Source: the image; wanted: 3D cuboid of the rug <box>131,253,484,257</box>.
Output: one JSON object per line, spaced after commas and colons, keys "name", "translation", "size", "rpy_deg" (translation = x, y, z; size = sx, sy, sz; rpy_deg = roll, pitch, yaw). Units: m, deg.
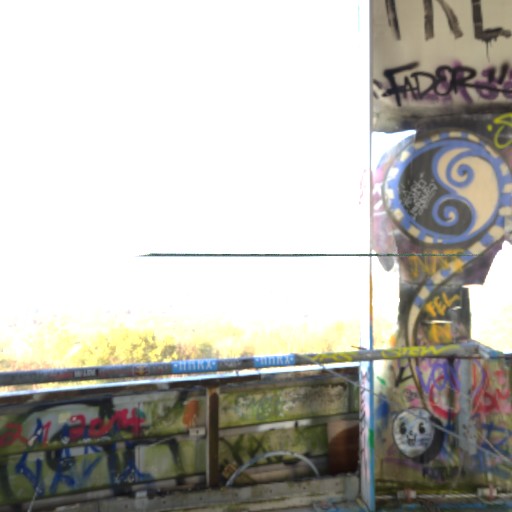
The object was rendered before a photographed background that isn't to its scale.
{"name": "rug", "translation": [0.000, 0.000, 2.348], "size": [1.220, 0.006, 1.826], "rpy_deg": [0, 0, -17]}
